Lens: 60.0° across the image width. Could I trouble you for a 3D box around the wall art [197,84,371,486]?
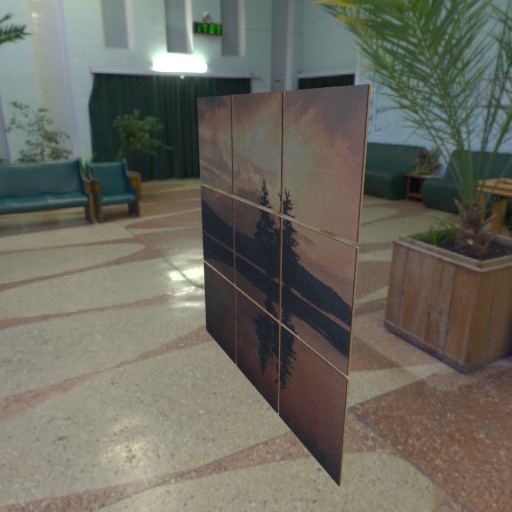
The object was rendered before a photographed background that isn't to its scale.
[{"bbox_3d":[0.000,0.000,2.211,0.013,1.525,1.520,-9,20,-25],"label":"wall art"}]
